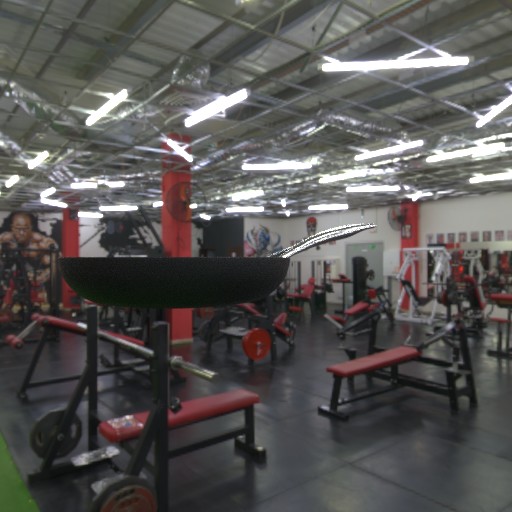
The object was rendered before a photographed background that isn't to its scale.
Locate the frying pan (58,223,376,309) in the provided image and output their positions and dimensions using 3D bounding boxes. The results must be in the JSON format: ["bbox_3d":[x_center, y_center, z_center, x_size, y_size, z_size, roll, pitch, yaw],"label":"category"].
[{"bbox_3d":[0.000,0.000,0.573,0.472,0.105,0.255,0,0,-35],"label":"frying pan"}]
